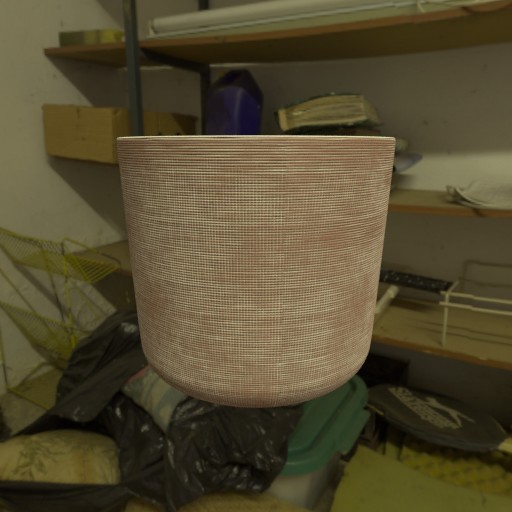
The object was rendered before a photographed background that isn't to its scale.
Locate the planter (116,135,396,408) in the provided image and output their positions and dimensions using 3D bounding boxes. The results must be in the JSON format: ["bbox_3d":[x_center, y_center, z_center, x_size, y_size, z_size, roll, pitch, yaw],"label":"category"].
[{"bbox_3d":[0.000,0.000,0.778,0.440,0.398,0.440,0,14,0],"label":"planter"}]
